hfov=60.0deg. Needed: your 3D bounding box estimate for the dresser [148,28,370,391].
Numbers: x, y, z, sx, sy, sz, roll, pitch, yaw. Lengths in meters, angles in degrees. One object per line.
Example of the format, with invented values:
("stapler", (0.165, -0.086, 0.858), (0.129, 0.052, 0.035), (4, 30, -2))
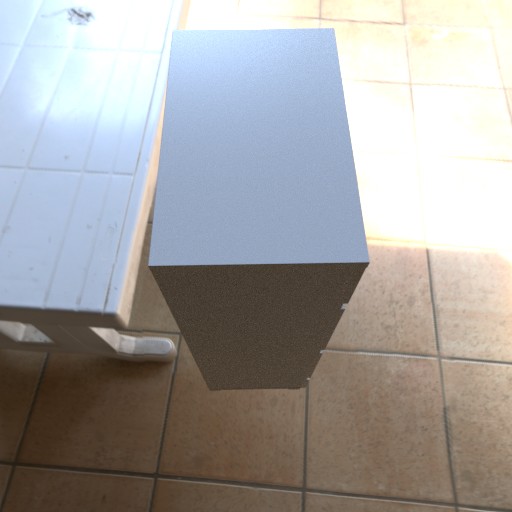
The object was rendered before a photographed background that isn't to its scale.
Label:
("dresser", (0.000, 0.000, 1.476), (0.400, 1.190, 0.650), (-1, 63, 0))
